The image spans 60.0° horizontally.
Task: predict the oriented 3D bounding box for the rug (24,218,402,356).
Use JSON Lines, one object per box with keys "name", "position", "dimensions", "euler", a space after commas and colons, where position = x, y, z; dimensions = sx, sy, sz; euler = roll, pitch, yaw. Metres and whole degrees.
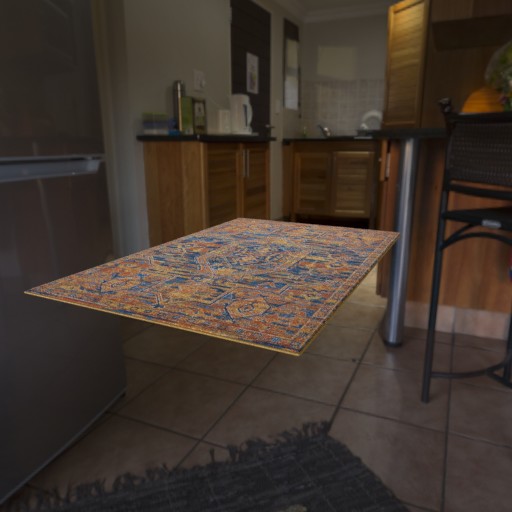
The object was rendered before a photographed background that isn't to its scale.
{"name": "rug", "position": [0.000, 0.000, 2.237], "dimensions": [1.148, 0.013, 1.758], "euler": [8, 17, 25]}
